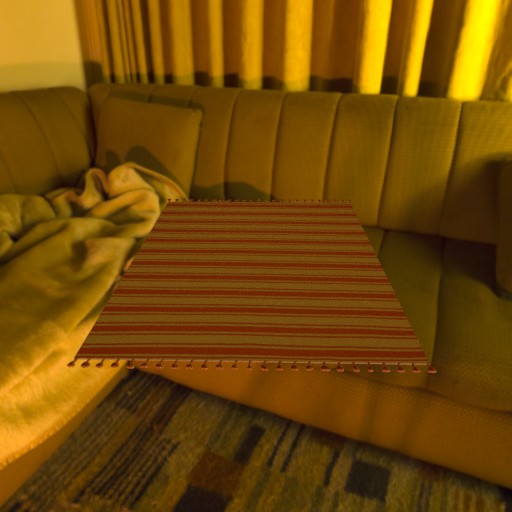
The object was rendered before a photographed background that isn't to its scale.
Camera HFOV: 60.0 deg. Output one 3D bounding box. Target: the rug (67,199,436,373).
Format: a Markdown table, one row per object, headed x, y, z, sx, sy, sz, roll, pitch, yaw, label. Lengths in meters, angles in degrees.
| x | y | z | sx | sy | sz | roll | pitch | yaw | label |
| --- | --- | --- | --- | --- | --- | --- | --- | --- | --- |
| 0.000 | 0.000 | 4.434 | 2.451 | 0.035 | 3.369 | 1 | 27 | 1 | rug |
